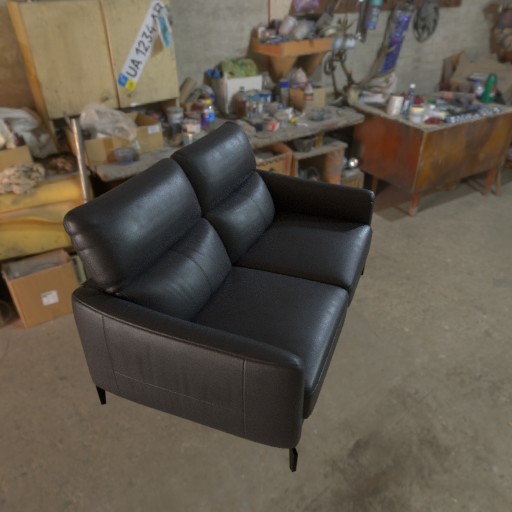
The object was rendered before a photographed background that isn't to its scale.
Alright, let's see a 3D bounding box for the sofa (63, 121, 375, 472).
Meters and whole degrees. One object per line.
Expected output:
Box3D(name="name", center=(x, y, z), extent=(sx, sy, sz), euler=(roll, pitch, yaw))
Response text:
Box3D(name="sofa", center=(0.000, 0.000, 2.173), extent=(0.958, 0.920, 1.596), euler=(12, 33, 18))
